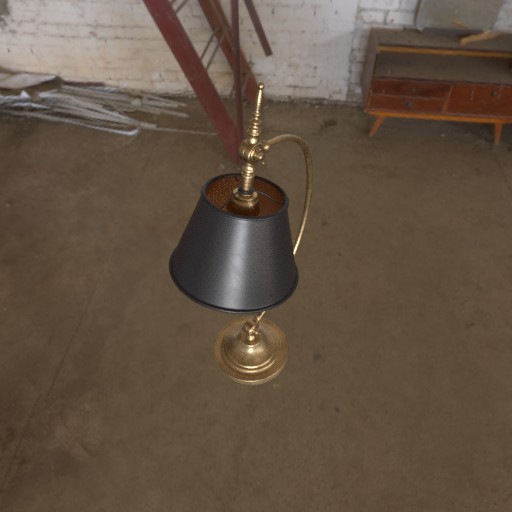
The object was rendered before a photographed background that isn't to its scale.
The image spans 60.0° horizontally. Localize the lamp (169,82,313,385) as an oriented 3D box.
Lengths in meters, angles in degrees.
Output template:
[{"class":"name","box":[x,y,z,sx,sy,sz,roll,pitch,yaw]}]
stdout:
[{"class":"lamp","box":[0.000,0.000,0.843,0.235,0.675,0.344,33,55,27]}]
